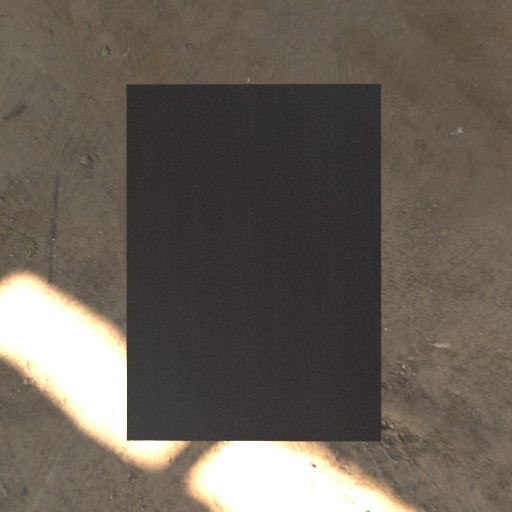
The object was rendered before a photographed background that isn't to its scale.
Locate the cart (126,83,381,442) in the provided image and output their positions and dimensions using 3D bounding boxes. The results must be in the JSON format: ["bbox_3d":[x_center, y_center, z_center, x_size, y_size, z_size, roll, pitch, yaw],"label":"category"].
[{"bbox_3d":[0.000,0.000,1.228,0.456,0.879,0.660,0,90,0],"label":"cart"}]
